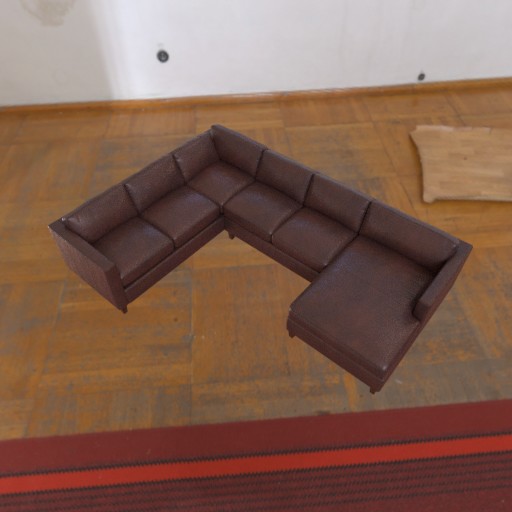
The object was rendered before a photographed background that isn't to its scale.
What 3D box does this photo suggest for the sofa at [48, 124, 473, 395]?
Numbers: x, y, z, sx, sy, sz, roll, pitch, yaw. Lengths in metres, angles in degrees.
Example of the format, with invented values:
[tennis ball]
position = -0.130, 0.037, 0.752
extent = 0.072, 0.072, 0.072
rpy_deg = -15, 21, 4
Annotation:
[sofa]
position = 0.000, 0.000, 4.484
extent = 3.324, 0.891, 2.452
rpy_deg = 32, 55, 26
